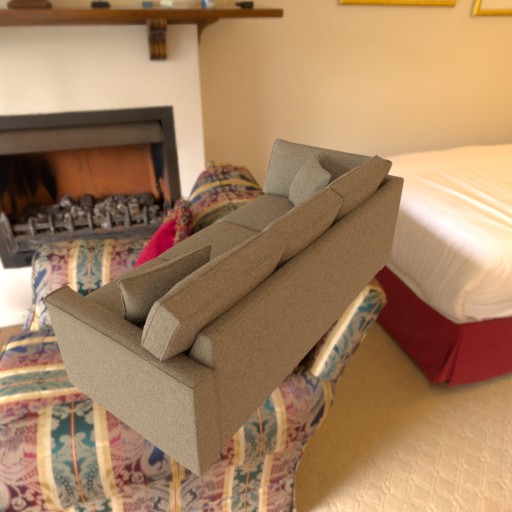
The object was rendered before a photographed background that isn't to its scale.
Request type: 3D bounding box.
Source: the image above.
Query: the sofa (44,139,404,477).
[{"bbox_3d":[0.000,0.000,2.838,1.061,0.962,2.317,20,37,30],"label":"sofa"}]
